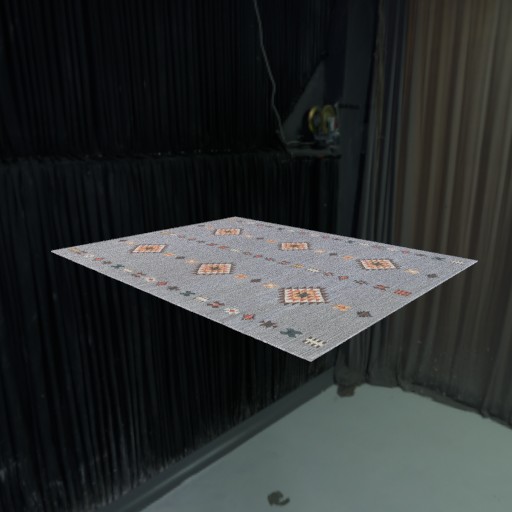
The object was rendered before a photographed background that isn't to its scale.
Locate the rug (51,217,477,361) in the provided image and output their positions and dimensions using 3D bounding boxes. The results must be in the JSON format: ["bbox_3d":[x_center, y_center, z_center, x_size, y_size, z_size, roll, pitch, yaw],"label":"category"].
[{"bbox_3d":[0.000,0.000,4.025,3.035,0.008,2.425,14,21,42],"label":"rug"}]
